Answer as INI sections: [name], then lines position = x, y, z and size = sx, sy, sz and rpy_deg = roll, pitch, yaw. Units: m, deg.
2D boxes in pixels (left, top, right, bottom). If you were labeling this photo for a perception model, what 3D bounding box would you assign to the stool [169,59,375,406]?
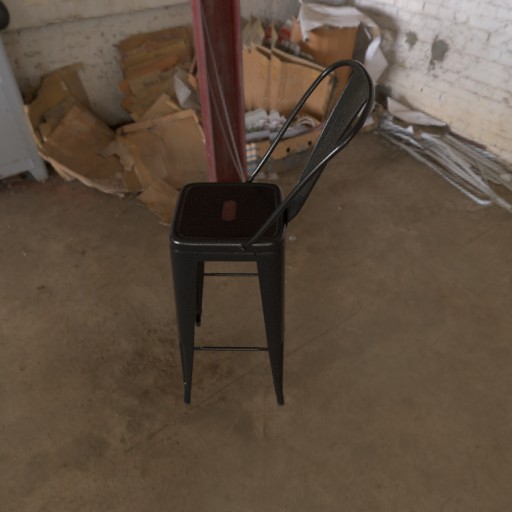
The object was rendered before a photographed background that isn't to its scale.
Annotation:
[stool]
position = 0.000, 0.000, 1.354
size = 0.513, 1.096, 0.399
rpy_deg = 0, 42, 0
